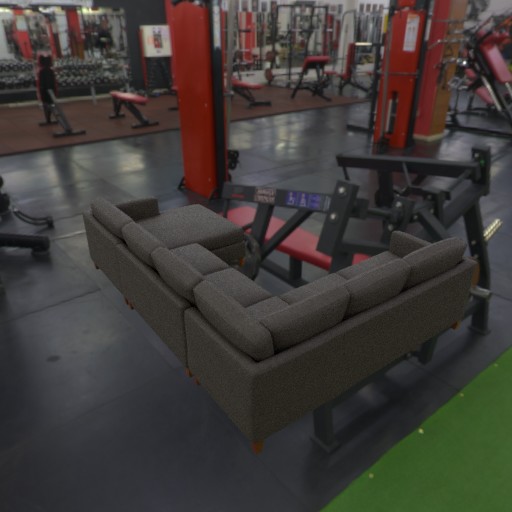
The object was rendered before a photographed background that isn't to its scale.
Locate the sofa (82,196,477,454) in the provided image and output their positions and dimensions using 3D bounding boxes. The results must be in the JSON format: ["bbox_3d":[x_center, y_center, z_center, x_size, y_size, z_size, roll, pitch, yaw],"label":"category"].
[{"bbox_3d":[0.000,0.000,4.735,2.594,0.961,3.460,-19,32,-32],"label":"sofa"}]
